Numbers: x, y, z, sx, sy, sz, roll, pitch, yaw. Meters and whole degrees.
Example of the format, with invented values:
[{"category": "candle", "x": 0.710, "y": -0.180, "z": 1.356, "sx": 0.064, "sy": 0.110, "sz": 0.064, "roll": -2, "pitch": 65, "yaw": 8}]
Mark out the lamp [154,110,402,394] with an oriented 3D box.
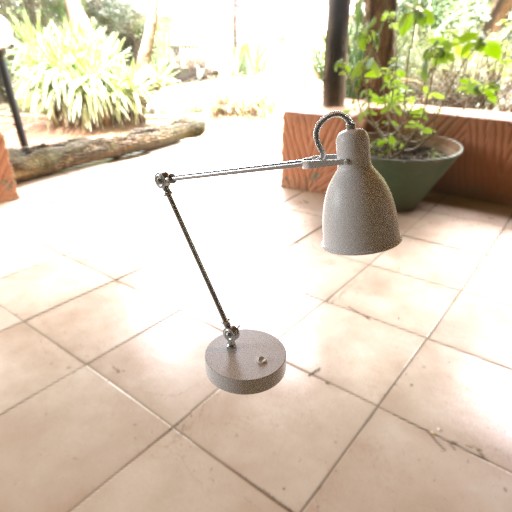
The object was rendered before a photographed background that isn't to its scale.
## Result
[{"category": "lamp", "x": 0.000, "y": 0.000, "z": 0.888, "sx": 0.561, "sy": 0.587, "sz": 0.187, "roll": 18, "pitch": 31, "yaw": 33}]
